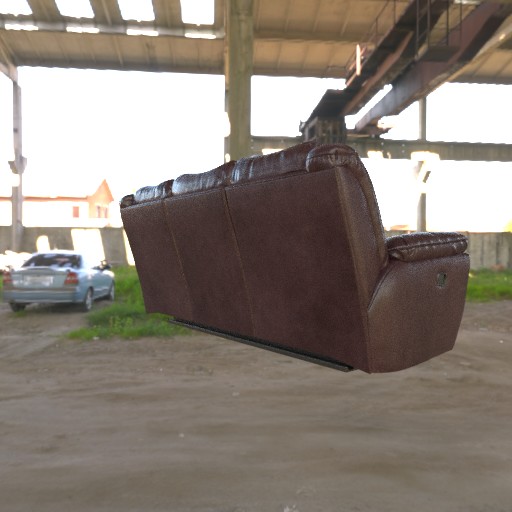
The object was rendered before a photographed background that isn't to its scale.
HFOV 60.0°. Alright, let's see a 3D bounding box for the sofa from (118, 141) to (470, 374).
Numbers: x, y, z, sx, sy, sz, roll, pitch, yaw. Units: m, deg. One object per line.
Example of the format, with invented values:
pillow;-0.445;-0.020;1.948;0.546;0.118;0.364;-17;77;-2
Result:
sofa;0.000;0.000;2.837;0.991;1.043;2.337;-1;1;-38
